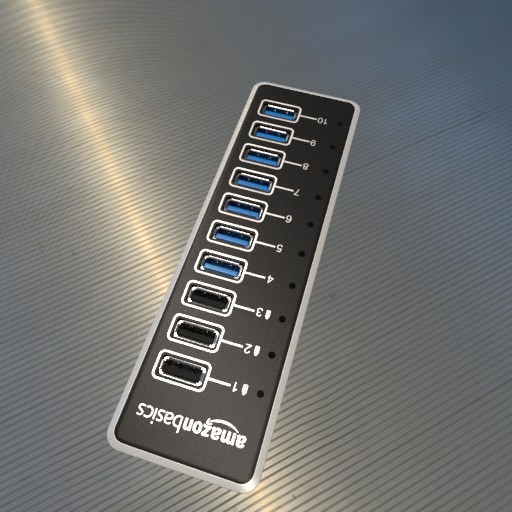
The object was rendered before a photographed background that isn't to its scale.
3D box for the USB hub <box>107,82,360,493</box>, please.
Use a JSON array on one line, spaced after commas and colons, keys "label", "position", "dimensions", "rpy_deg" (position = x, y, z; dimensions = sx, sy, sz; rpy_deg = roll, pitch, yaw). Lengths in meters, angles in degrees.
[{"label": "USB hub", "position": [0.000, 0.000, 0.158], "dimensions": [0.044, 0.023, 0.145], "rpy_deg": [15, 65, 7]}]
